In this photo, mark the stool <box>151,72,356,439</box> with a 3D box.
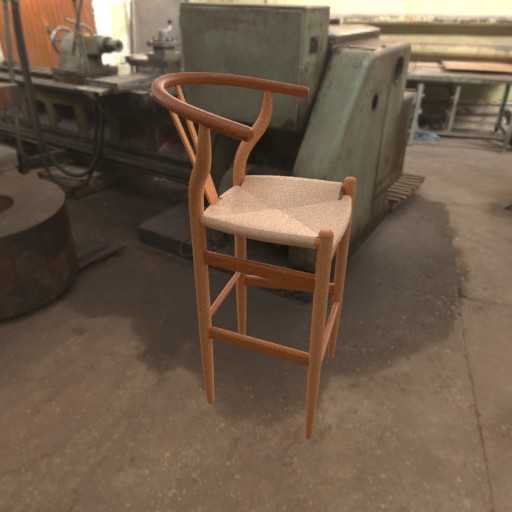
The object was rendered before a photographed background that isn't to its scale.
[{"bbox_3d":[0.000,0.000,1.429,0.561,1.068,0.574,10,31,16],"label":"stool"}]
